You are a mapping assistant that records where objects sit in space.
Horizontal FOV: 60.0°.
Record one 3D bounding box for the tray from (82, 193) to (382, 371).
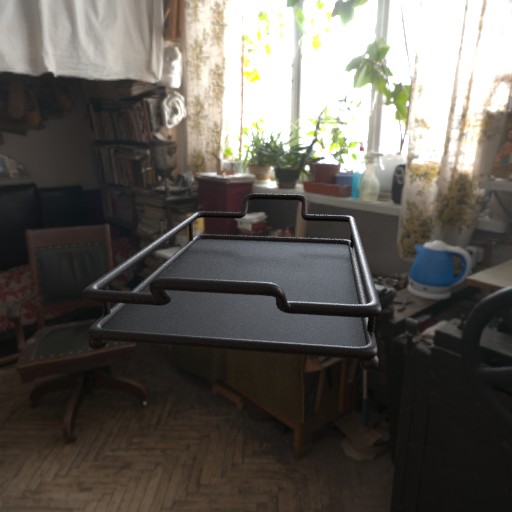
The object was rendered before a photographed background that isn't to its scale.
[{"bbox_3d":[0.000,0.000,0.622,0.297,0.101,0.495,2,17,8],"label":"tray"}]
